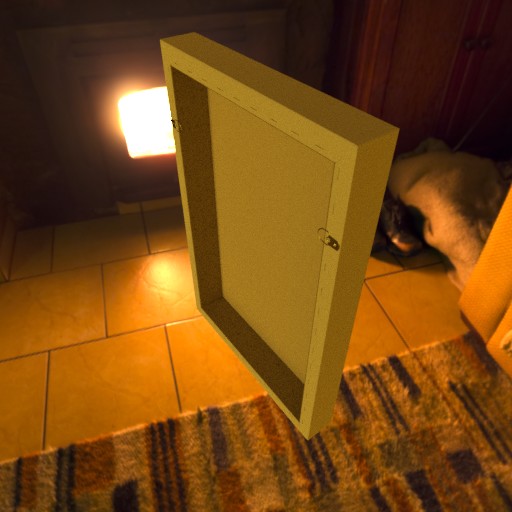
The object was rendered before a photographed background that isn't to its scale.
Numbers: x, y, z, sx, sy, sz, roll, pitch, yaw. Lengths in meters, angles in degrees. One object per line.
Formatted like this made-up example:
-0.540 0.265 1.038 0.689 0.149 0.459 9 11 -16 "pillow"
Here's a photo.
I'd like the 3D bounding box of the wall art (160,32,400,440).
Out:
0.000 0.000 0.474 0.039 0.381 0.252 -26 49 -26 "wall art"
